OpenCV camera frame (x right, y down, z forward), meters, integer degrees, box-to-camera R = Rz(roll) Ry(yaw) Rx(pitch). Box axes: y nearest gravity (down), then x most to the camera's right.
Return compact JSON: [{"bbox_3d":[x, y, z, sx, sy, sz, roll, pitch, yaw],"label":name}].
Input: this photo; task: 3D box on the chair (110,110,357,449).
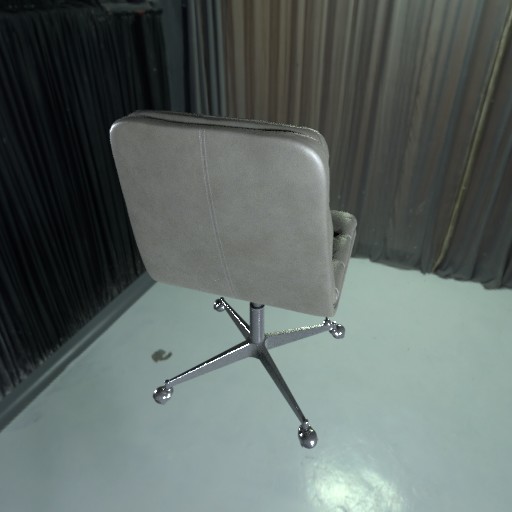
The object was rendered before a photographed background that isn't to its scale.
[{"bbox_3d":[0.000,0.000,1.017,0.422,0.738,0.485,10,34,15],"label":"chair"}]
